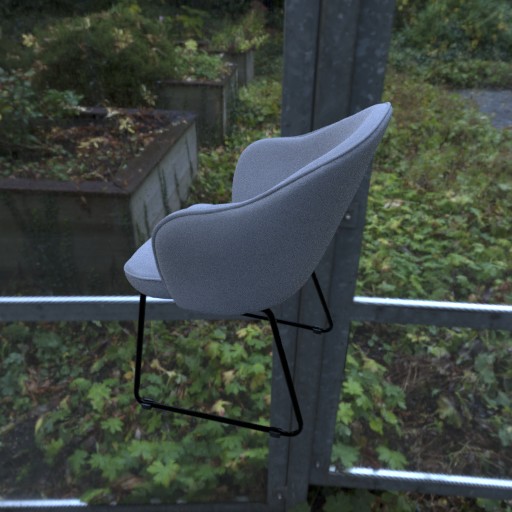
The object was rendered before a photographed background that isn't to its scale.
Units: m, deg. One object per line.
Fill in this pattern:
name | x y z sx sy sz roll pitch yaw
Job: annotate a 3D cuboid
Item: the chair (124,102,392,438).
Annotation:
chair | 0.000 0.000 1.190 0.592 0.817 0.570 9 31 15
